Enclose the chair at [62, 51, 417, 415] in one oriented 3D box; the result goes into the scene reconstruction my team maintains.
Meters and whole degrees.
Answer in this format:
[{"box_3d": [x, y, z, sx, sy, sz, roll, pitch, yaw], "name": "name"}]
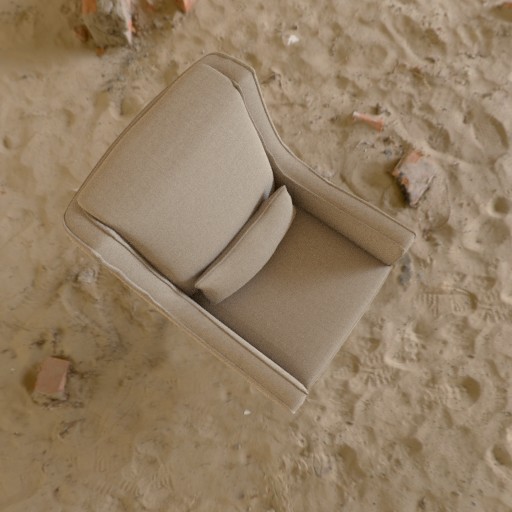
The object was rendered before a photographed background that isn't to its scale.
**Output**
[{"box_3d": [0.000, 0.000, 1.605, 0.879, 0.993, 0.732, 36, 79, 8], "name": "chair"}]
